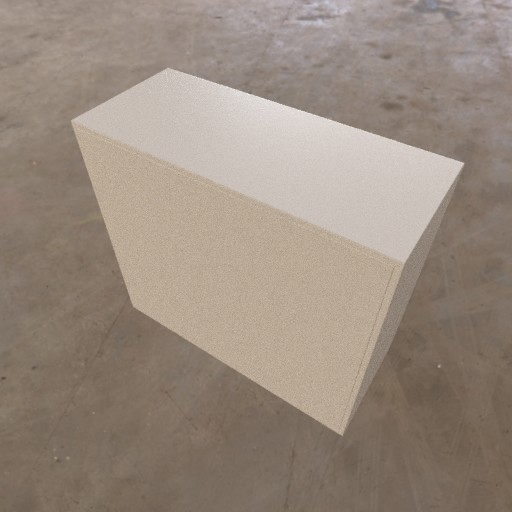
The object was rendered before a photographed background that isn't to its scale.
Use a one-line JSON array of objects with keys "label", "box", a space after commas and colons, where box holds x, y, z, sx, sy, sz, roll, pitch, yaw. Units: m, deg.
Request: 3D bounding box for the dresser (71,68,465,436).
[{"label": "dresser", "box": [0.000, 0.000, 1.682, 1.100, 1.000, 0.460, 26, 52, 22]}]
